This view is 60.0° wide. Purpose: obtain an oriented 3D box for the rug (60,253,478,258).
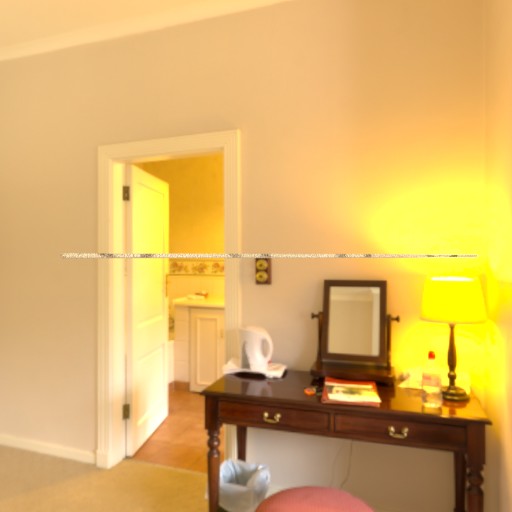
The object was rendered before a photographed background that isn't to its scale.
[{"bbox_3d":[0.000,0.000,3.527,2.701,0.026,1.801,0,0,-19],"label":"rug"}]
